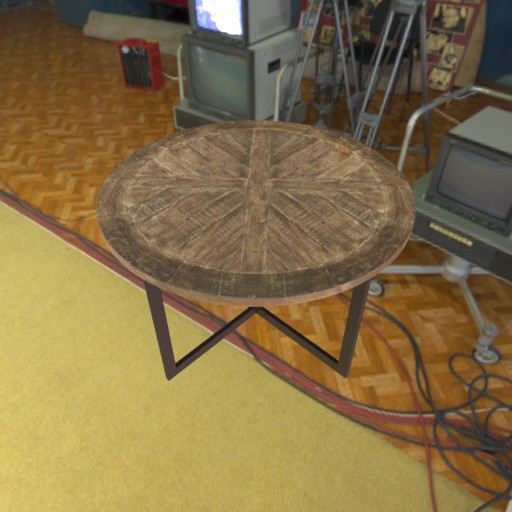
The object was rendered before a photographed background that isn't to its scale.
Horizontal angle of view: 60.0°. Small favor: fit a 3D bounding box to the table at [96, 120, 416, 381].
[{"bbox_3d":[0.000,0.000,2.067,1.264,0.762,1.264,0,41,0],"label":"table"}]
